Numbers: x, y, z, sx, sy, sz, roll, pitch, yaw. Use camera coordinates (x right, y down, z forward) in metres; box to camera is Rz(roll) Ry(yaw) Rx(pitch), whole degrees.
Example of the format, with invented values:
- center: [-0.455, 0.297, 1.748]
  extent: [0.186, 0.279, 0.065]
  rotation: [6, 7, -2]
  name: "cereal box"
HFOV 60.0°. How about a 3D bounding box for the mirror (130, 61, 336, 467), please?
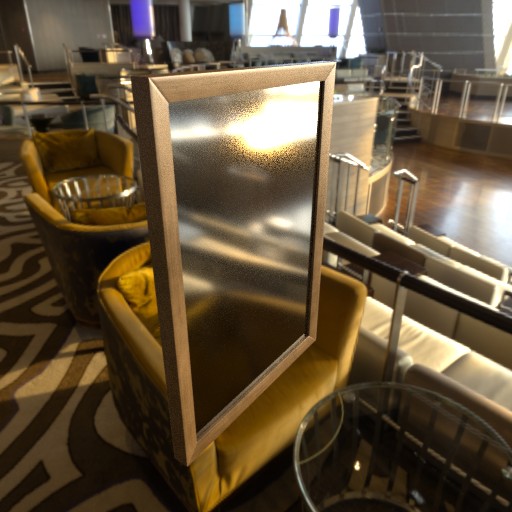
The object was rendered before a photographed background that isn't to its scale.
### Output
- center: [0.000, 0.000, 0.905]
  extent: [0.040, 0.710, 0.507]
  rotation: [18, 31, 32]
  name: "mirror"
